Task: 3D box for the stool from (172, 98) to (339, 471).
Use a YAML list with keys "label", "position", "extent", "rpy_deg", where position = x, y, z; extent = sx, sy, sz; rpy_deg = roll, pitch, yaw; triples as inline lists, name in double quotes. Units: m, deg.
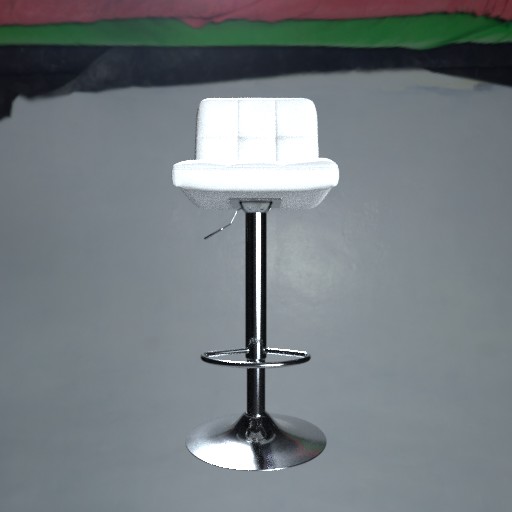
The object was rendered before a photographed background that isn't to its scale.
- label: "stool"
  position: [0.000, 0.000, 1.348]
  extent: [0.430, 1.115, 0.505]
  rpy_deg: [0, 0, 1]
